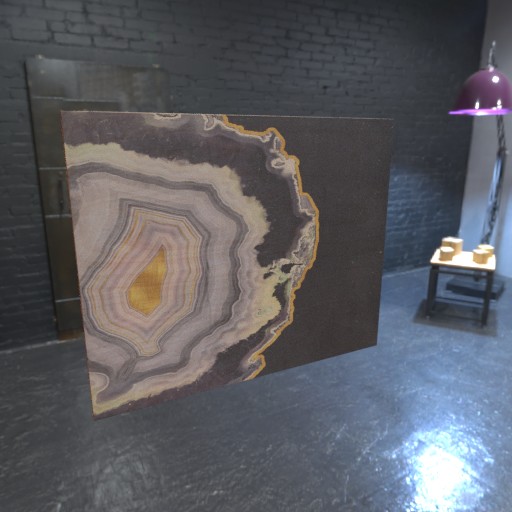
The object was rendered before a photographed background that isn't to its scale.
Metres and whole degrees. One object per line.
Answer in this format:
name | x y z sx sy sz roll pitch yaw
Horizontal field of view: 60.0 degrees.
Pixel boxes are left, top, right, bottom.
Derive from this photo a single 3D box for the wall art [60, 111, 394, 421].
wall art | 0.000 0.000 0.676 0.508 0.408 0.010 -8 17 -26
